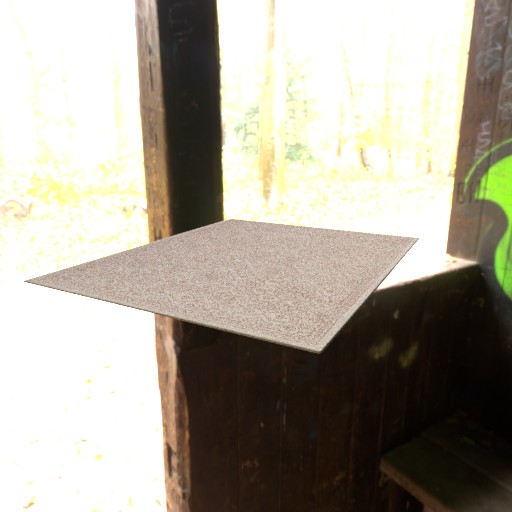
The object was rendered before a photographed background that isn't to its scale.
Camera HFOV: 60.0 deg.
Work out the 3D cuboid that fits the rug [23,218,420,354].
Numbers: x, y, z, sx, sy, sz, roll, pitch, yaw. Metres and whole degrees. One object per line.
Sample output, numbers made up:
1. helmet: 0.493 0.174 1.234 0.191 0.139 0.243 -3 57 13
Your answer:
1. rug: 0.000 0.000 4.148 2.441 0.015 3.050 8 17 28
